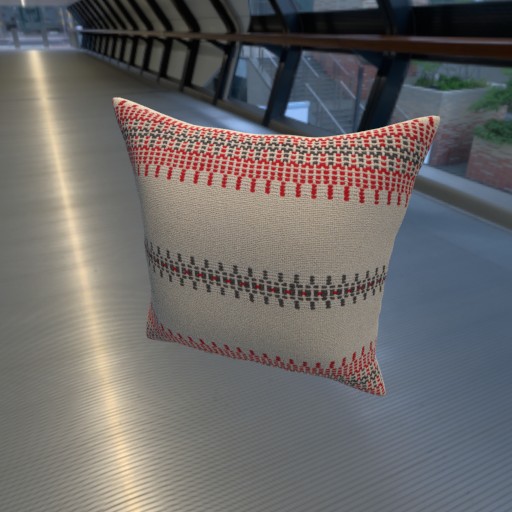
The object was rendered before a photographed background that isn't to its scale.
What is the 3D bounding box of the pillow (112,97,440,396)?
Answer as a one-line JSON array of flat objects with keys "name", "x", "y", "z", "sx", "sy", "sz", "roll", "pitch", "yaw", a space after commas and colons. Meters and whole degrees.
[{"name": "pillow", "x": 0.000, "y": 0.000, "z": 0.699, "sx": 0.463, "sy": 0.454, "sz": 0.160, "roll": 10, "pitch": 30, "yaw": 17}]
